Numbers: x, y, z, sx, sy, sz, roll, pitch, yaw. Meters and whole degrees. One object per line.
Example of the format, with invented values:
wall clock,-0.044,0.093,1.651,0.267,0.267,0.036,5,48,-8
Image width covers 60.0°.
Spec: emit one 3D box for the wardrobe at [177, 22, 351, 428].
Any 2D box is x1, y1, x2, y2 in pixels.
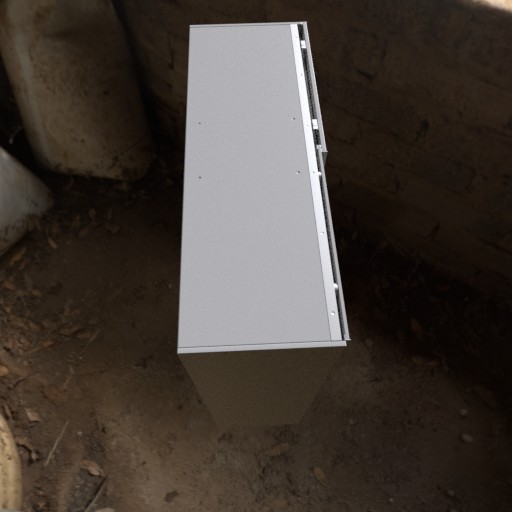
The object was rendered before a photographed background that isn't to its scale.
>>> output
wardrobe,0.000,0.000,2.810,0.629,1.960,1.780,-2,62,-1
